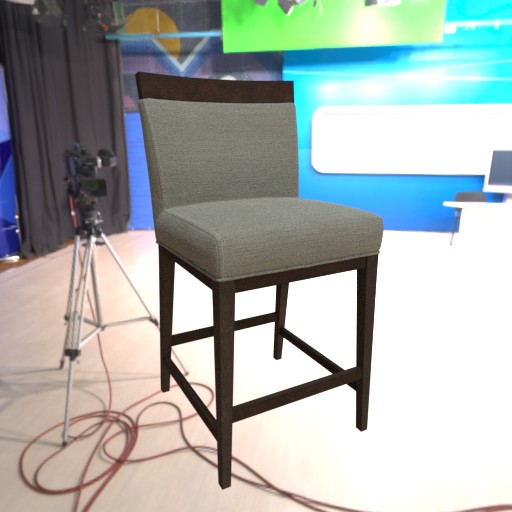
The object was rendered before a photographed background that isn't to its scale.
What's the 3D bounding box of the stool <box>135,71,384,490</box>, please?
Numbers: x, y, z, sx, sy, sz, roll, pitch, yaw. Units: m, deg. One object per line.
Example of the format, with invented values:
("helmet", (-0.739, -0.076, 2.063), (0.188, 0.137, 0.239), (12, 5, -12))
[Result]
("stool", (0.000, 0.000, 1.287), (0.512, 1.009, 0.531), (-9, 18, -28))
